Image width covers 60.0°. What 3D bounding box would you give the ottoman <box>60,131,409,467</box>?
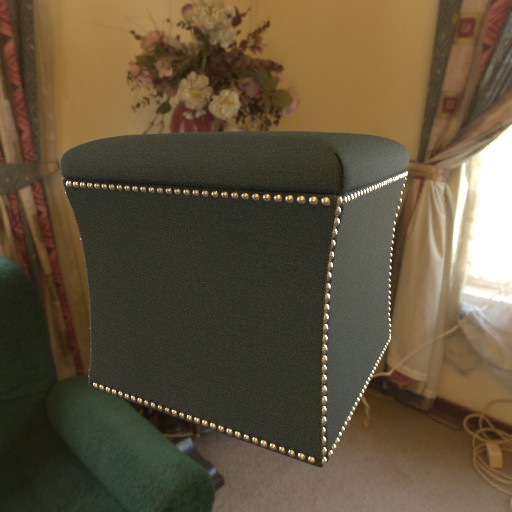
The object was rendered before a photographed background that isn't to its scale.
[{"bbox_3d":[0.000,0.000,0.875,0.497,0.475,0.507,8,17,26],"label":"ottoman"}]
